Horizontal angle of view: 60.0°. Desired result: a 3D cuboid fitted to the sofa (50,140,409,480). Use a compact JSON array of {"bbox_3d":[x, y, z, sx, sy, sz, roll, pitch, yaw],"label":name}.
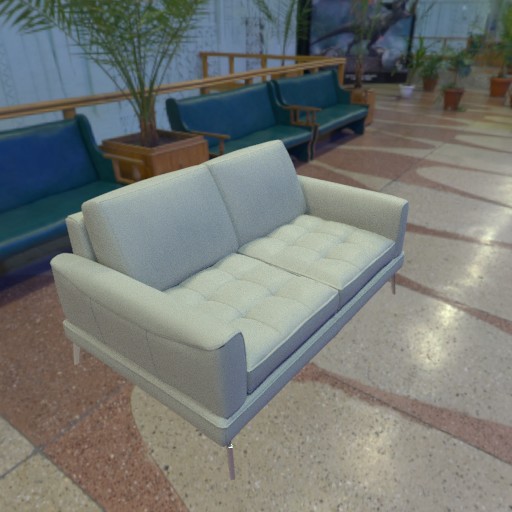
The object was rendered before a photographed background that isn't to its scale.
[{"bbox_3d":[0.000,0.000,2.455,1.121,0.930,1.819,20,34,33],"label":"sofa"}]
